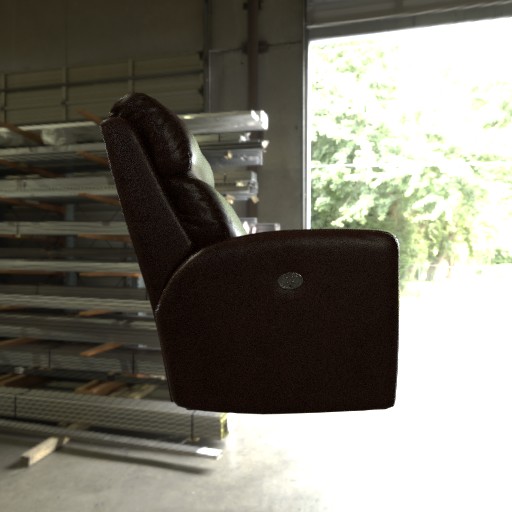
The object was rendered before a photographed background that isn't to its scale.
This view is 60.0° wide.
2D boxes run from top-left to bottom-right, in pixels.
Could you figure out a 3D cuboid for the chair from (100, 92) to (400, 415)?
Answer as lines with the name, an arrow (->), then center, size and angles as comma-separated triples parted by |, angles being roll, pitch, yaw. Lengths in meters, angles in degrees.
chair -> 0.000, 0.000, 1.672 | 0.939, 1.016, 0.787 | 0, 0, 0
